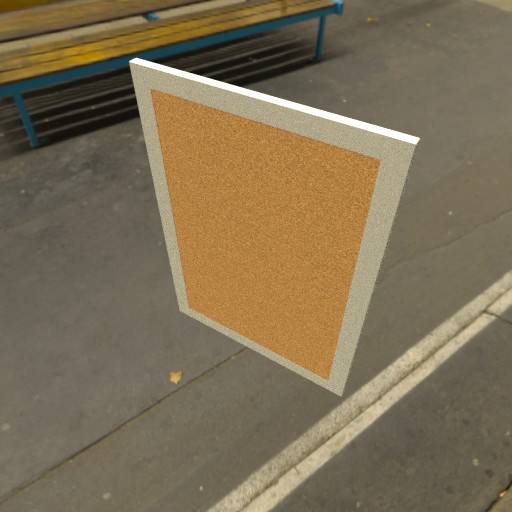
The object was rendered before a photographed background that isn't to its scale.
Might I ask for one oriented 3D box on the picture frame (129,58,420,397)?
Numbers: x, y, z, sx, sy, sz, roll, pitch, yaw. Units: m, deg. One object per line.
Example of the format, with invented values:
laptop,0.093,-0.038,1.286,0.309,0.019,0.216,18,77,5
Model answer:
picture frame,0.000,0.000,0.604,0.326,0.459,0.011,24,50,21
